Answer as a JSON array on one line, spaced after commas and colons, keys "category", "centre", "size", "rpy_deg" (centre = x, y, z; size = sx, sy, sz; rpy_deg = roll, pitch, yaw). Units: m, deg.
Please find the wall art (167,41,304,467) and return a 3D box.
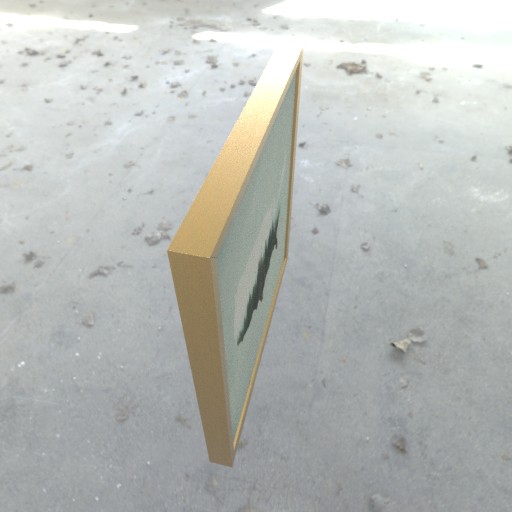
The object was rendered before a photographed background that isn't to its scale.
[{"category": "wall art", "centre": [0.000, 0.000, 0.745], "size": [0.040, 0.509, 0.509], "rpy_deg": [10, 46, 9]}]
